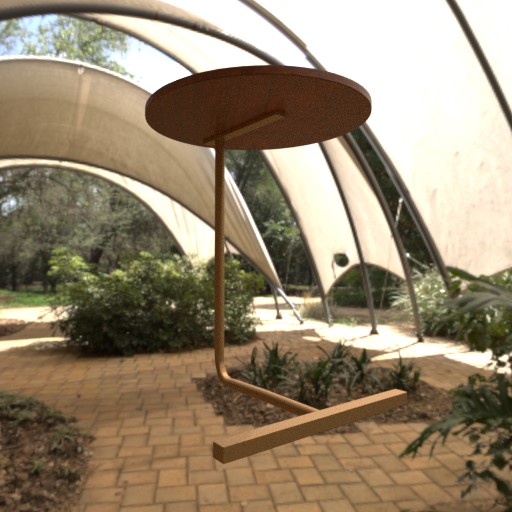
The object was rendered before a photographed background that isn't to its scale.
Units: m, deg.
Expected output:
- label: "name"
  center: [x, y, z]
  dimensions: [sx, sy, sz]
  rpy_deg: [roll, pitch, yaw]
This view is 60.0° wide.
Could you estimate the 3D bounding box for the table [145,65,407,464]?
- label: "table"
  center: [0.000, 0.000, 1.103]
  dimensions: [0.530, 0.706, 0.577]
  rpy_deg: [1, -1, -37]
